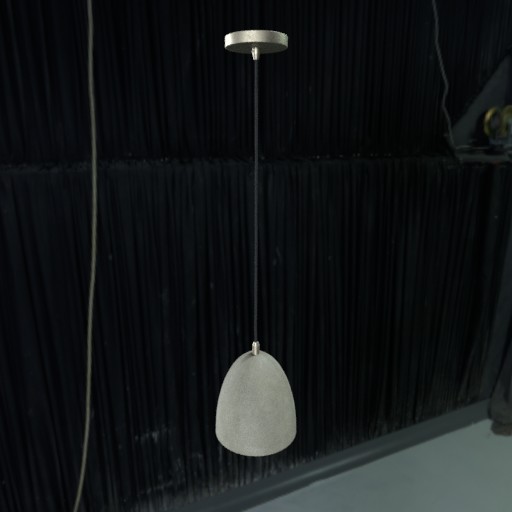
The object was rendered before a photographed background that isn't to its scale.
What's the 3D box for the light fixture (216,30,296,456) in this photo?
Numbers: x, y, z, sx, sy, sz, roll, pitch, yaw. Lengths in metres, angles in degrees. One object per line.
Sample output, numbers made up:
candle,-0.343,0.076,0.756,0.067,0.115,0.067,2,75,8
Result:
light fixture,0.000,0.000,0.843,0.170,0.759,0.170,-8,17,-26
